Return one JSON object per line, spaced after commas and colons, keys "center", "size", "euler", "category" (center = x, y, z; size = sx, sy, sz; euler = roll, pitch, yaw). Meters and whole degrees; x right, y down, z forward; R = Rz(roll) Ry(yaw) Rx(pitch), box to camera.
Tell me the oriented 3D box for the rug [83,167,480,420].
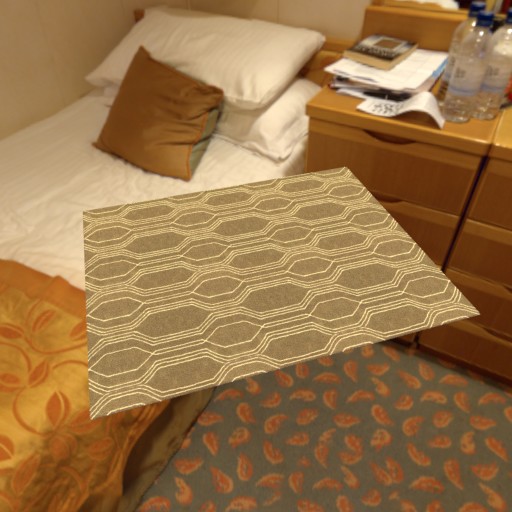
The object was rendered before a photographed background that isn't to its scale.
{"center": [0.000, 0.000, 4.143], "size": [3.062, 0.012, 2.457], "euler": [-12, 43, -13], "category": "rug"}
